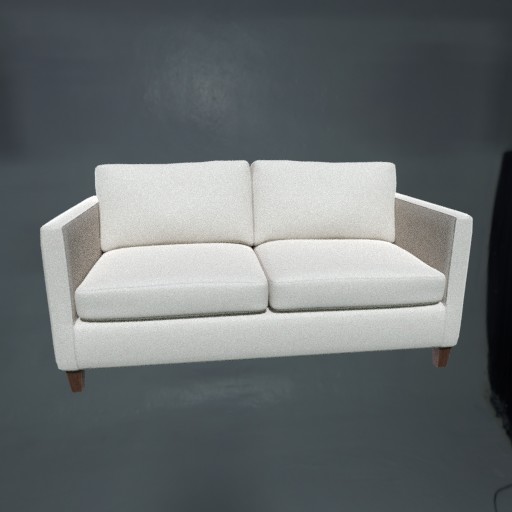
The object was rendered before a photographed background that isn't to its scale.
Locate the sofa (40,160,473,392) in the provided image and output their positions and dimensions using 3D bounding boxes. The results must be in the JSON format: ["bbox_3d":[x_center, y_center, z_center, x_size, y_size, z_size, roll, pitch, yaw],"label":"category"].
[{"bbox_3d":[0.000,0.000,2.164,1.722,0.888,0.873,-2,16,-7],"label":"sofa"}]
